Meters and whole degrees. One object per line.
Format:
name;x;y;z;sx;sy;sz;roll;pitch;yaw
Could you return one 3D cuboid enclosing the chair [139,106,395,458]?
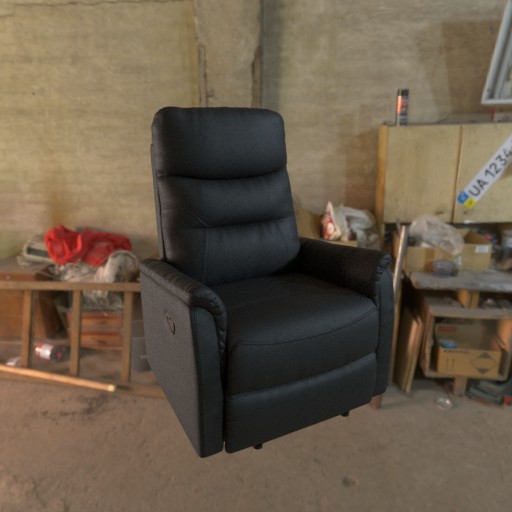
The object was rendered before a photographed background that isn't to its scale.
chair;0.000;0.000;1.682;0.775;1.082;0.831;-9;20;-26
